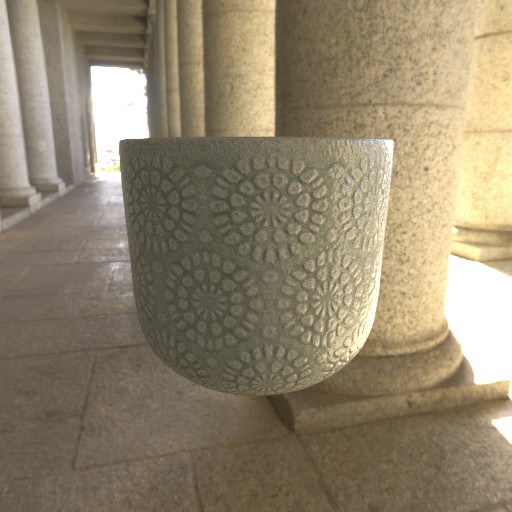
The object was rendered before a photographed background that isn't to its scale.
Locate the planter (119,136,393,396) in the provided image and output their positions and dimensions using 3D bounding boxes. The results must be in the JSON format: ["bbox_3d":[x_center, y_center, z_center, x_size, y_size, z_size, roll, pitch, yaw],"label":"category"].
[{"bbox_3d":[0.000,0.000,0.302,0.169,0.153,0.169,0,14,0],"label":"planter"}]
